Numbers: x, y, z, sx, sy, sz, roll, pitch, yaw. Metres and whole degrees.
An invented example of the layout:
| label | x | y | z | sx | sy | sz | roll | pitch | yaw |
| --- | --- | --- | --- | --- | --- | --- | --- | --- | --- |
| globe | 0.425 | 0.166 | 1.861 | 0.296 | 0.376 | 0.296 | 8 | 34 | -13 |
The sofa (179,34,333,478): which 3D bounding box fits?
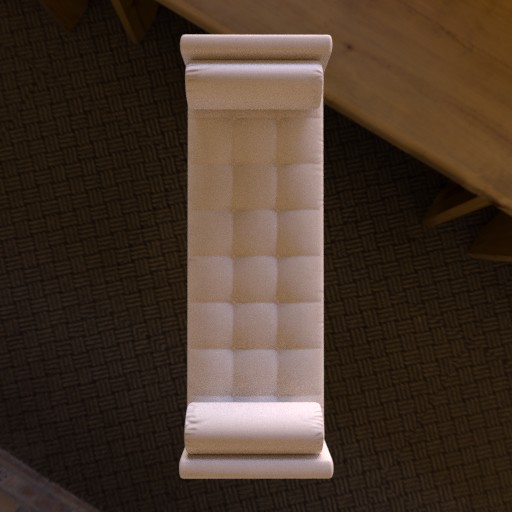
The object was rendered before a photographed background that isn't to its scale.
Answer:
| label | x | y | z | sx | sy | sz | roll | pitch | yaw |
| --- | --- | --- | --- | --- | --- | --- | --- | --- | --- |
| sofa | 0.000 | 0.000 | 2.268 | 0.686 | 0.635 | 1.981 | 0 | 89 | 0 |
